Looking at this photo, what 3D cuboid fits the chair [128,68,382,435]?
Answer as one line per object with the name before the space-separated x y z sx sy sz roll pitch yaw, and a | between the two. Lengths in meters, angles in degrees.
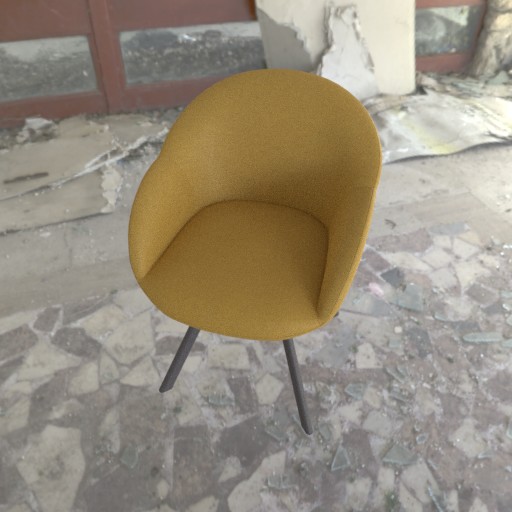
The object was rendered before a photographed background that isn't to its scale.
chair | 0.000 0.000 1.182 0.551 0.793 0.583 11 41 13
